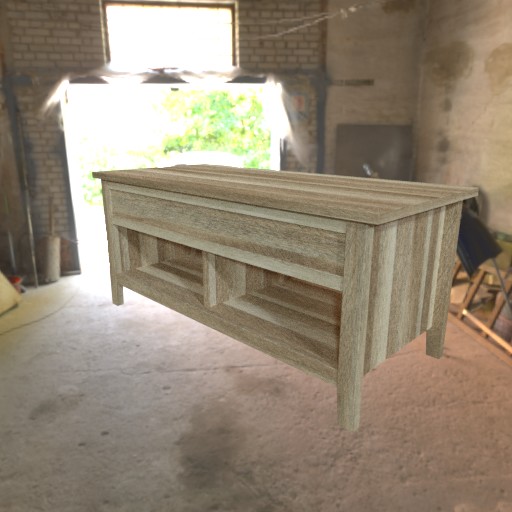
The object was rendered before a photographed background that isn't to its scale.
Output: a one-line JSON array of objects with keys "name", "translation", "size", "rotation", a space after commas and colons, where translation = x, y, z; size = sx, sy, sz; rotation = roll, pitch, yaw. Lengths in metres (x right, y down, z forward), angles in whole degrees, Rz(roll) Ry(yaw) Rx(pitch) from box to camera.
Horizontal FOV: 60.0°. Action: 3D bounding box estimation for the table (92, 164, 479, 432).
[{"name": "table", "translation": [0.000, 0.000, 1.385], "size": [1.095, 0.480, 0.493], "rotation": [15, 22, 42]}]
